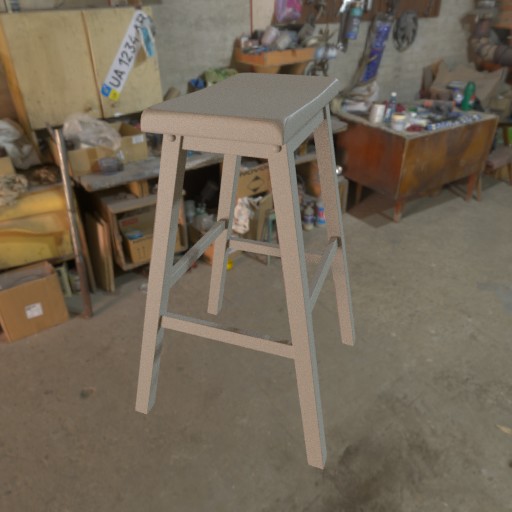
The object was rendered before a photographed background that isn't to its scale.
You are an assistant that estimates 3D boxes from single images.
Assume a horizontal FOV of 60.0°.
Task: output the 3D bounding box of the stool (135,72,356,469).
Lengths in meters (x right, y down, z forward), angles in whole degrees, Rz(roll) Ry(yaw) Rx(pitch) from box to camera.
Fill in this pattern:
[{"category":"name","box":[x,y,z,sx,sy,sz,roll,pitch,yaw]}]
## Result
[{"category":"stool","box":[0.000,0.000,1.038,0.476,0.737,0.457,10,32,17]}]
